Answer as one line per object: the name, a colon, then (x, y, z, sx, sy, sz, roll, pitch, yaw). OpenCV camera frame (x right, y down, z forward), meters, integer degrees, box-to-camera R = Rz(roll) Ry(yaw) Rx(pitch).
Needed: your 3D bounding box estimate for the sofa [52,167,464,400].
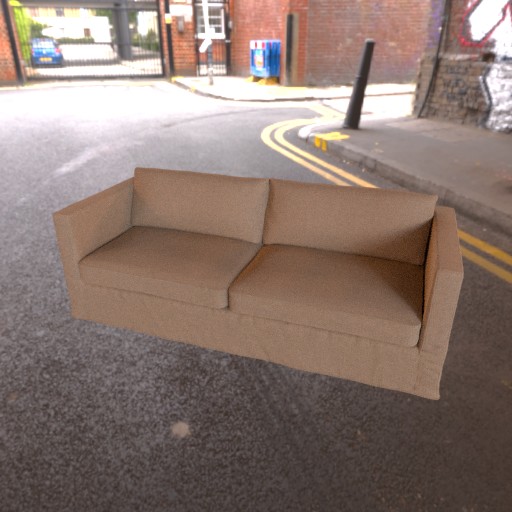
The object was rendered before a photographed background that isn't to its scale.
sofa: (0.000, 0.000, 2.776, 2.296, 0.847, 0.956, 9, 27, 18)
